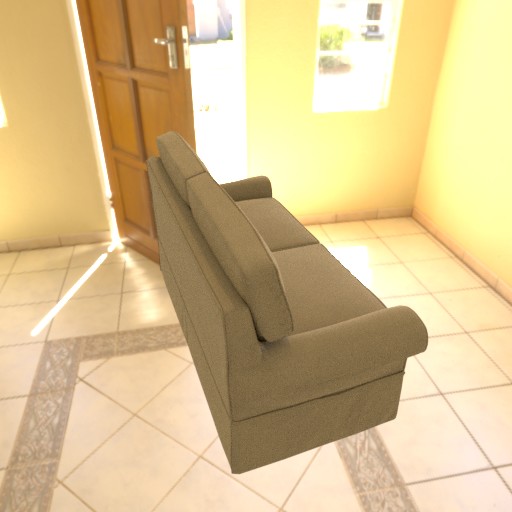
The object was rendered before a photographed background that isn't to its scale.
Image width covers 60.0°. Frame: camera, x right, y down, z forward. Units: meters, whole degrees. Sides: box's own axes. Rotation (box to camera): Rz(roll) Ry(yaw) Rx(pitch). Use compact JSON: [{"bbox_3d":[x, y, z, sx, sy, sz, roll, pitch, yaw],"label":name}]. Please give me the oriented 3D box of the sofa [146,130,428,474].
[{"bbox_3d":[0.000,0.000,2.367,0.841,1.024,1.823,-11,33,-18],"label":"sofa"}]
